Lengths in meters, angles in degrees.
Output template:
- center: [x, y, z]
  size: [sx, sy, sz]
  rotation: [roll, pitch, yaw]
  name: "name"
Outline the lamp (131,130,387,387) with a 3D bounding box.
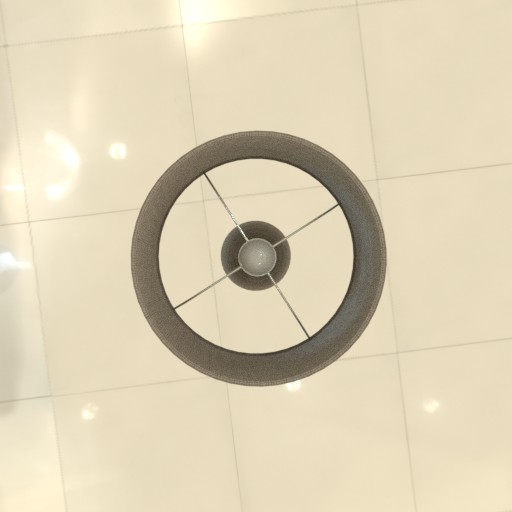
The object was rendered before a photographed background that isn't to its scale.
- center: [0.000, 0.000, 0.856]
  size: [0.367, 0.609, 0.367]
  rotation: [0, 91, -1]
  name: "lamp"
